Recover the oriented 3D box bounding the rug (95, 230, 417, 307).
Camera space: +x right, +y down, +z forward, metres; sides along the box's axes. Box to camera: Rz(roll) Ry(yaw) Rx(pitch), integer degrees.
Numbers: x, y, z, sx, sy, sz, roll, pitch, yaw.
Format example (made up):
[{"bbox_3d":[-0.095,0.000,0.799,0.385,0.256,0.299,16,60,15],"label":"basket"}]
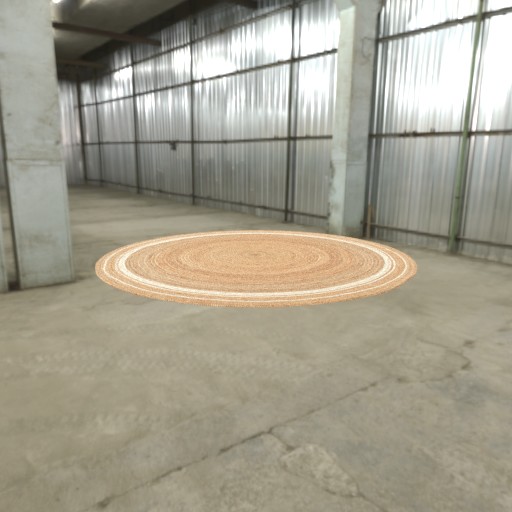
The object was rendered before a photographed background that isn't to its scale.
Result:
[{"bbox_3d":[0.000,0.000,3.569,2.444,0.015,2.444,0,13,0],"label":"rug"}]
